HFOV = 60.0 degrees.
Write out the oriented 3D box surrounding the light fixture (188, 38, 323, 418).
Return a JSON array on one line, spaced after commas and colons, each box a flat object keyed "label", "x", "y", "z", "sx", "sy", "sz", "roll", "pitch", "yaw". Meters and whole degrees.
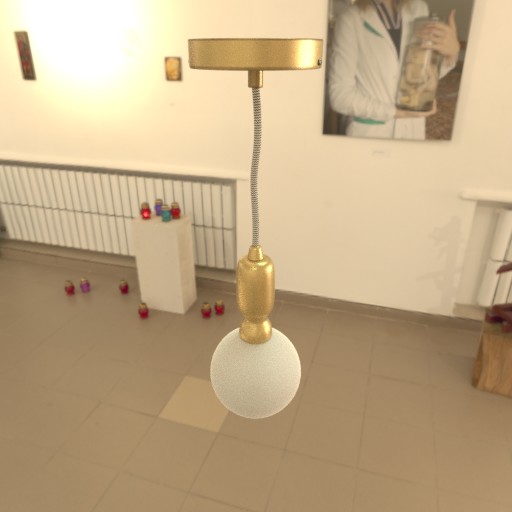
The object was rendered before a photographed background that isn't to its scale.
[{"label": "light fixture", "x": 0.000, "y": 0.000, "z": 0.581, "sx": 0.147, "sy": 0.510, "sz": 0.146, "roll": 7, "pitch": 26, "yaw": 15}]
